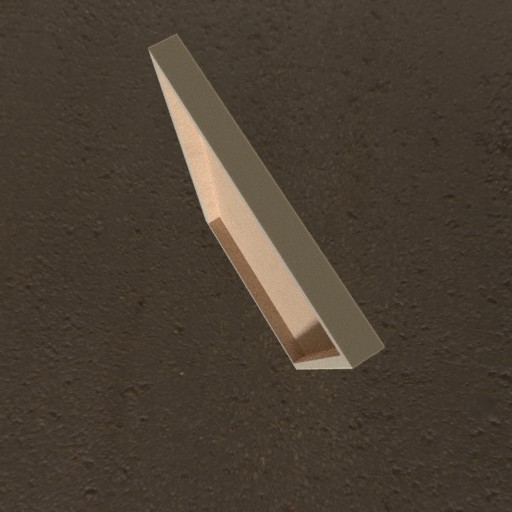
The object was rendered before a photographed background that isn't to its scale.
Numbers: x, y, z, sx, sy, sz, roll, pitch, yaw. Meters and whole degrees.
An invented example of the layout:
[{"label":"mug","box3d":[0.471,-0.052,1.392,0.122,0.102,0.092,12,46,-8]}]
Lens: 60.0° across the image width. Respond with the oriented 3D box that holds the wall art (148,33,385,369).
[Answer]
[{"label":"wall art","box3d":[0.000,0.000,0.763,0.038,0.608,0.418,-30,78,-7]}]
